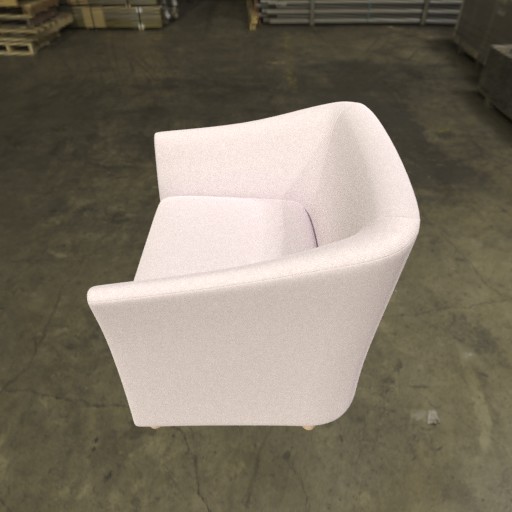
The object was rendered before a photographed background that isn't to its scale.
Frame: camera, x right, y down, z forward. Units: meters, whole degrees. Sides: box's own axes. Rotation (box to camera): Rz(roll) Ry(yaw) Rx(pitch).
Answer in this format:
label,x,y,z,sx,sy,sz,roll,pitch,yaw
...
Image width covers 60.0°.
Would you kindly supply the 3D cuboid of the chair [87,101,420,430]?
label,x,y,z,sx,sy,sz,roll,pitch,yaw
chair,0.000,0.000,1.327,0.700,0.720,0.790,0,40,0
